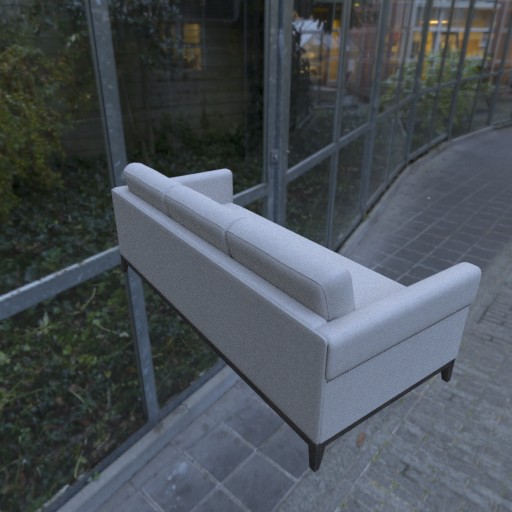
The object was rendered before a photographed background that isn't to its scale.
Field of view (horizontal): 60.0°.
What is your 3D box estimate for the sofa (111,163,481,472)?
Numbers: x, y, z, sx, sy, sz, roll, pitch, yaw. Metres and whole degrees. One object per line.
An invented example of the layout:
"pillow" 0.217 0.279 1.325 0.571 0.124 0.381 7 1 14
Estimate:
"sofa" 0.000 0.000 2.658 0.959 0.838 2.210 -17 30 -32
